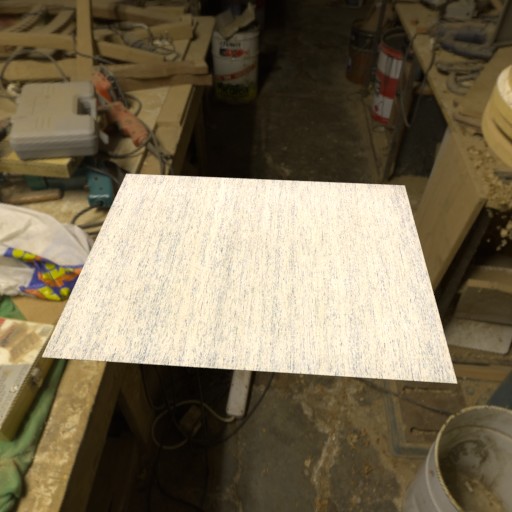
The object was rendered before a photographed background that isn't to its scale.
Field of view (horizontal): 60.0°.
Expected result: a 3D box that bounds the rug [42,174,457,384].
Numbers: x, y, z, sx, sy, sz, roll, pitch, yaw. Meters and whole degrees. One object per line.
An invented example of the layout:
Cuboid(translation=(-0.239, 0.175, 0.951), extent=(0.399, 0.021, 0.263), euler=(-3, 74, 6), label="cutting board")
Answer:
Cuboid(translation=(0.000, 0.000, 4.244), extent=(3.197, 0.006, 2.438), euler=(3, 46, 3), label="rug")
